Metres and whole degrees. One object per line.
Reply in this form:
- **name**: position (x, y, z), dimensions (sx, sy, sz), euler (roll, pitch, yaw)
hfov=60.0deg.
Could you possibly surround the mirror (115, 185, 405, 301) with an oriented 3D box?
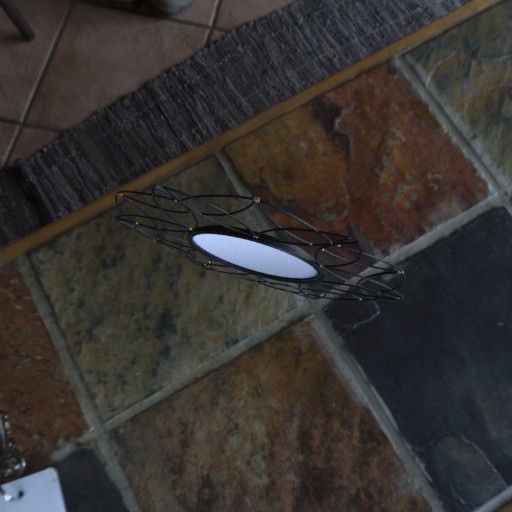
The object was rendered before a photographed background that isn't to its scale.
- **mirror**: position (0.000, 0.000, 1.182), dimensions (0.797, 0.775, 0.028), euler (16, 76, 4)
